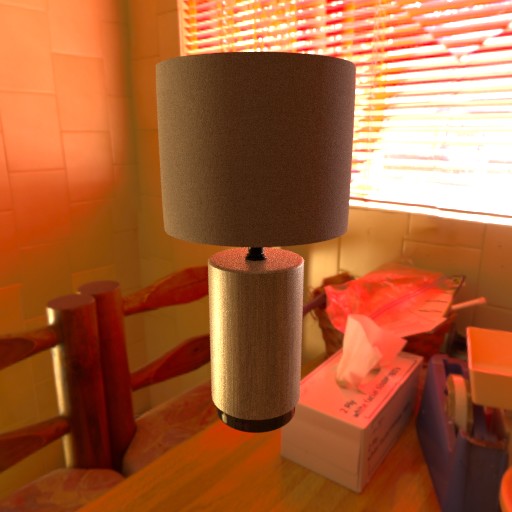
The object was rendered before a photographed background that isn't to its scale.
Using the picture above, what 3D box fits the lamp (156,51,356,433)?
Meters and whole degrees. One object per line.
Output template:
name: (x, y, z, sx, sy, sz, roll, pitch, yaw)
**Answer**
lamp: (0.000, 0.000, 0.568, 0.228, 0.444, 0.228, 3, 15, 10)
